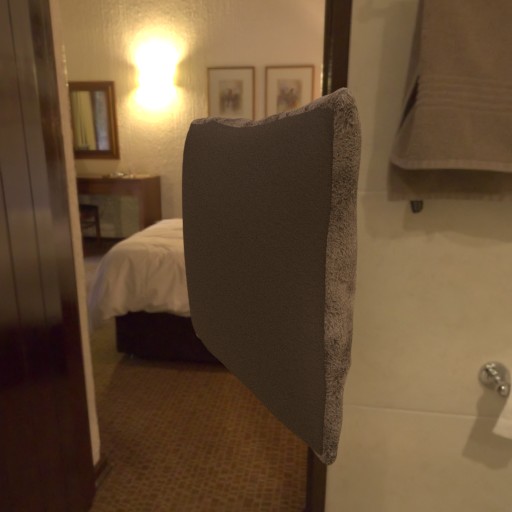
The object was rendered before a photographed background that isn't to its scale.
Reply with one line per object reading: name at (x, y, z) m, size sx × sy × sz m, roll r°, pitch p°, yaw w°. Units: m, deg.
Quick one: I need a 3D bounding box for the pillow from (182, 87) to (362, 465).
pillow at (0.000, 0.000, 0.799) m, size 0.204 × 0.520 × 0.522 m, roll -8°, pitch 16°, yaw -28°
